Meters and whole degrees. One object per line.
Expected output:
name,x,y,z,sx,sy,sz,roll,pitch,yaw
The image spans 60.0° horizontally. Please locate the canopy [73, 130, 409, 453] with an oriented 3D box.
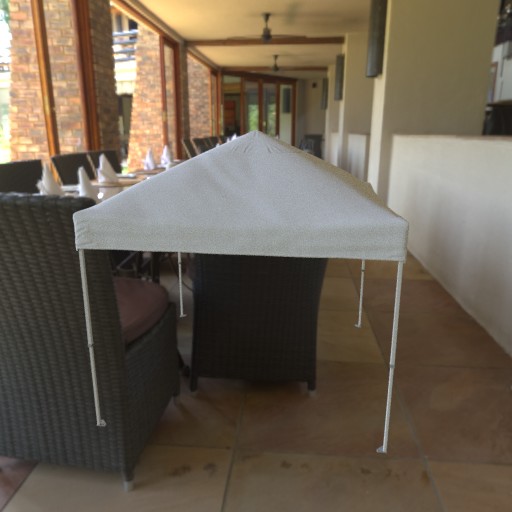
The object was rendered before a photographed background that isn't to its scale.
canopy,0.000,0.000,5.466,2.996,2.997,2.998,2,16,8
